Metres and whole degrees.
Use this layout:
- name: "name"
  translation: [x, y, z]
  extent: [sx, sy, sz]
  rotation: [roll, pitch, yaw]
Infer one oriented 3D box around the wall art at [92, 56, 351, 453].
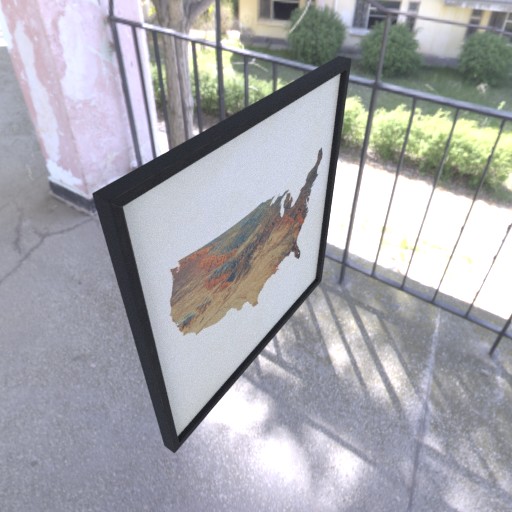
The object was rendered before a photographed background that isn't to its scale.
- name: "wall art"
  translation: [0.000, 0.000, 0.443]
  extent: [0.015, 0.303, 0.304]
  rotation: [25, 47, 26]
